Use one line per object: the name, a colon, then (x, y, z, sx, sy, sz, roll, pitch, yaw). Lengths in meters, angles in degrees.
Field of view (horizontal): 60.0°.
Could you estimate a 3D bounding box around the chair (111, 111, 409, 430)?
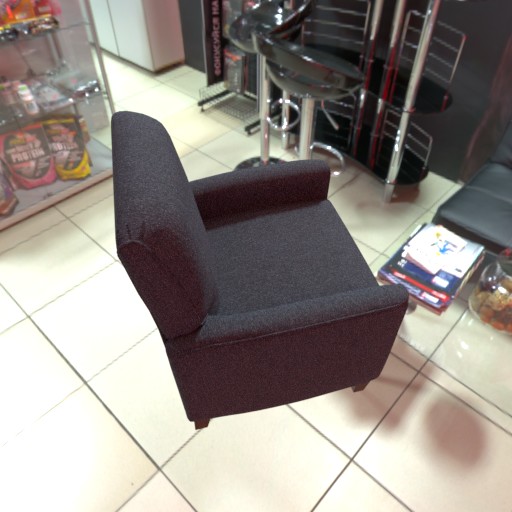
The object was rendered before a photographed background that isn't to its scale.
chair: (0.000, 0.000, 1.643, 0.850, 1.016, 0.839, -10, 47, -10)
